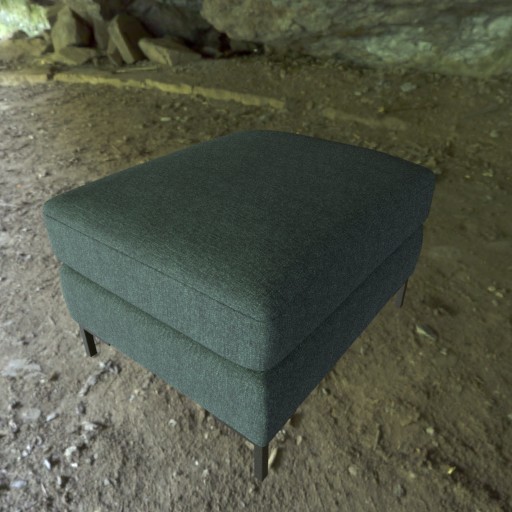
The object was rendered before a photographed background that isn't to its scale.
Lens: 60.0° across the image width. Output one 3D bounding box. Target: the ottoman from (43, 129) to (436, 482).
[{"bbox_3d":[0.000,0.000,1.263,0.695,0.533,0.831,22,38,31],"label":"ottoman"}]
